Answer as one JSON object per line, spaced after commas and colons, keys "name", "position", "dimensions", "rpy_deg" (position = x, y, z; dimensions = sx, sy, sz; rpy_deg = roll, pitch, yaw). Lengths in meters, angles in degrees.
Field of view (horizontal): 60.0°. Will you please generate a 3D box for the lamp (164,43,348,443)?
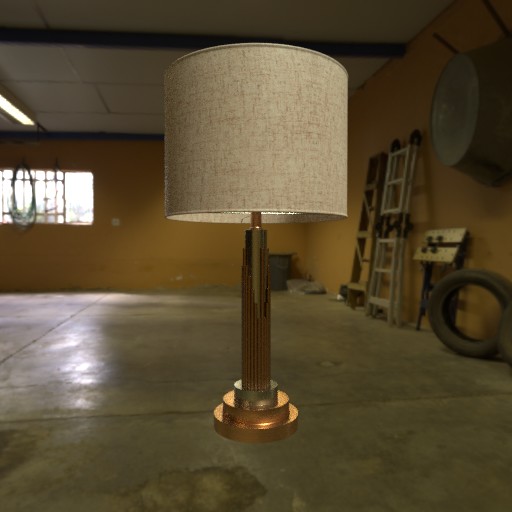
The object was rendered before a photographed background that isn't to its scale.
{"name": "lamp", "position": [0.000, 0.000, 0.795], "dimensions": [0.321, 0.610, 0.321], "rpy_deg": [1, 2, 36]}
